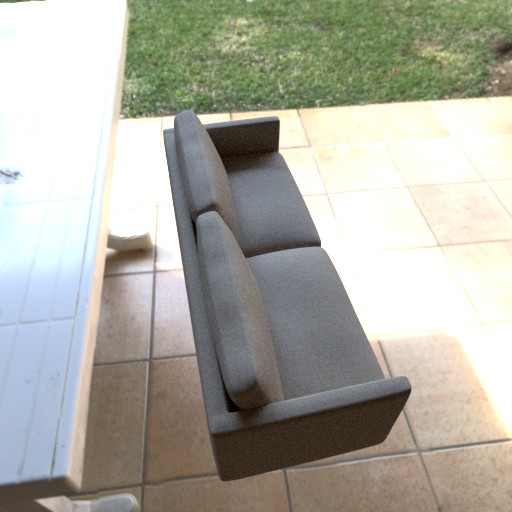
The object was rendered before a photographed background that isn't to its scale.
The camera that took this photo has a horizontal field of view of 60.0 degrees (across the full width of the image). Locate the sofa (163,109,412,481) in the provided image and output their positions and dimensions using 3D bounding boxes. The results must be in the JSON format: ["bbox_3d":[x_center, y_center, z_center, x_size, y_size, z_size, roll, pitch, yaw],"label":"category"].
[{"bbox_3d":[0.000,0.000,2.895,0.951,0.965,2.434,-10,48,-9],"label":"sofa"}]
